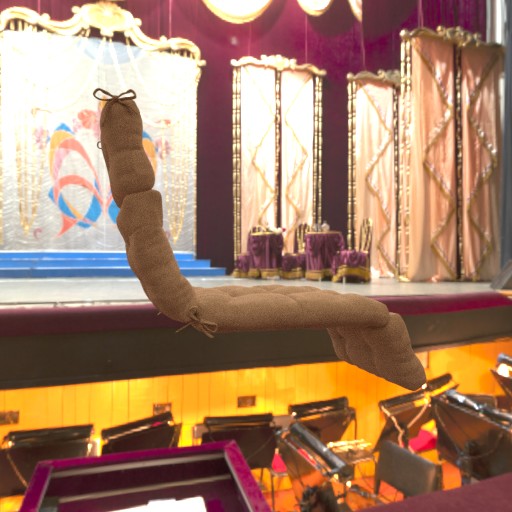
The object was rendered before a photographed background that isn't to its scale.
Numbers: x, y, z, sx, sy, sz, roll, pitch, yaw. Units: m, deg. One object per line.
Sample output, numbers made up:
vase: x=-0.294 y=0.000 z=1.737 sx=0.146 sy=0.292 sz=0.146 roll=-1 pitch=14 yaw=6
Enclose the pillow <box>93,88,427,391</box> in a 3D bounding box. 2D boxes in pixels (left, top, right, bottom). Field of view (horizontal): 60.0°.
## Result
pillow: x=0.000 y=0.000 z=1.488 sx=1.016 sy=0.863 sz=0.526 roll=0 pitch=0 yaw=-18
